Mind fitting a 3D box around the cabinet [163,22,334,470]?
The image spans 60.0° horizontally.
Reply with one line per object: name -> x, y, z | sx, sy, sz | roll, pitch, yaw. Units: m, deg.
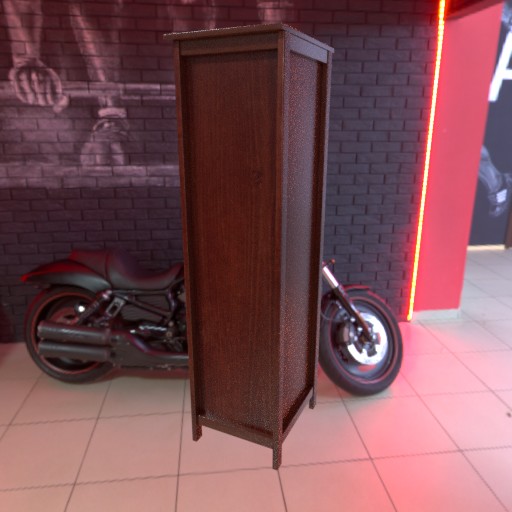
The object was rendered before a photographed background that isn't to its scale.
cabinet -> 0.000, 0.000, 1.725 | 0.401, 1.518, 0.500 | 8, 19, 25
